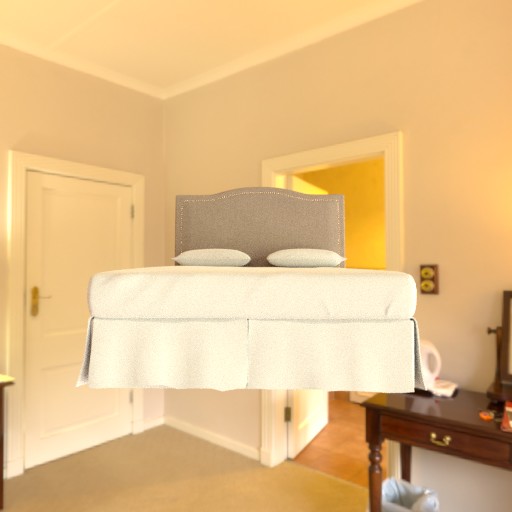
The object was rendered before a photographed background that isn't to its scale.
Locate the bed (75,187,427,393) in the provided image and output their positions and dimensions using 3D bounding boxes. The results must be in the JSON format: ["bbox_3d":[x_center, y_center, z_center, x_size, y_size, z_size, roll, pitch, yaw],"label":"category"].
[{"bbox_3d":[0.000,0.000,3.392,1.821,1.436,2.282,0,-1,2],"label":"bed"}]
